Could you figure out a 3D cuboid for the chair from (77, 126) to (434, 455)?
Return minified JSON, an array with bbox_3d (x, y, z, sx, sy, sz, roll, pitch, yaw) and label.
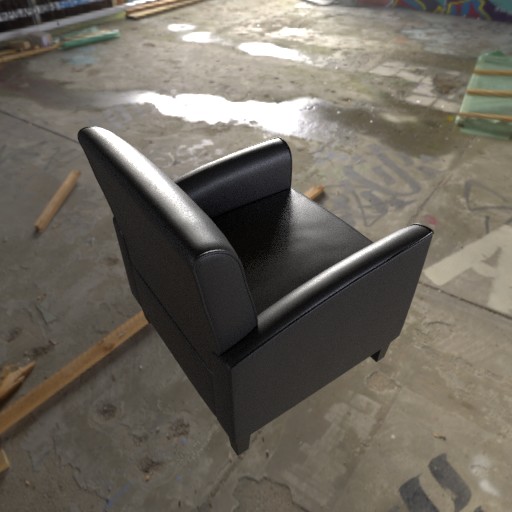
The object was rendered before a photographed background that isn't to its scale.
[{"bbox_3d":[0.000,0.000,1.569,0.819,0.916,0.820,-24,46,-26],"label":"chair"}]
